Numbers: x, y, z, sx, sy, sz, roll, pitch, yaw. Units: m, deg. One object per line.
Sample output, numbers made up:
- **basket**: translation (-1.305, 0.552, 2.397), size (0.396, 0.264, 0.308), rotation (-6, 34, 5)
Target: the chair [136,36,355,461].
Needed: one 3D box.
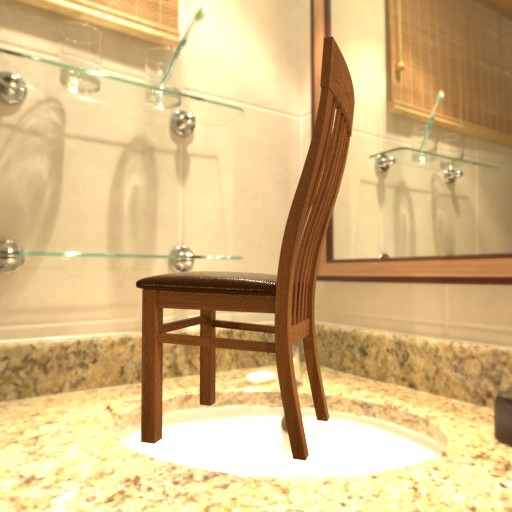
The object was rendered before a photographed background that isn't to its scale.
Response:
- **chair**: translation (0.000, 0.000, 1.363), size (0.580, 1.050, 0.450), rotation (-1, -2, 19)
